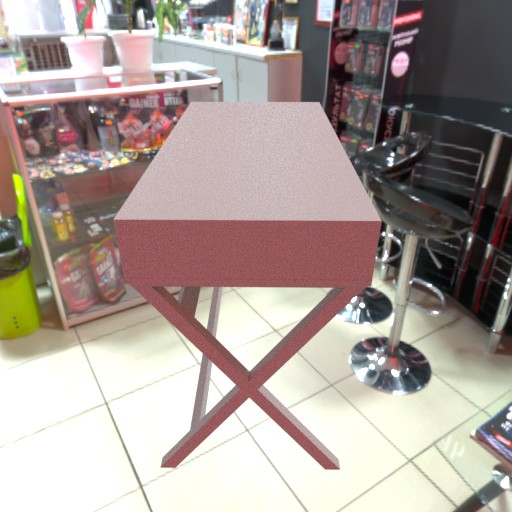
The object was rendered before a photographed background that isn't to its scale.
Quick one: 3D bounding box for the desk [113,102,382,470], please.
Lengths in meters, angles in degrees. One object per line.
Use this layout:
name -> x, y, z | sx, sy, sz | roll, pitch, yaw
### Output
desk -> 0.000, 0.000, 1.485 | 0.525, 0.780, 1.057 | 0, 31, 1
